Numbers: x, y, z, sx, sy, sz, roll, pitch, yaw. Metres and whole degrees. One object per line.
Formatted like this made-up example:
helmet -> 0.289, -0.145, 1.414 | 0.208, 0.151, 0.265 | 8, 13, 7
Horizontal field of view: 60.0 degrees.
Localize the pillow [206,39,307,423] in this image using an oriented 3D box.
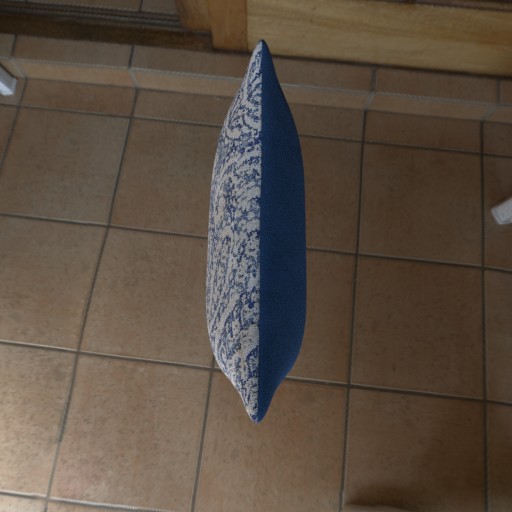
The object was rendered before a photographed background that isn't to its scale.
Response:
pillow -> 0.000, 0.000, 0.809 | 0.166, 0.510, 0.523 | 1, 75, 0
